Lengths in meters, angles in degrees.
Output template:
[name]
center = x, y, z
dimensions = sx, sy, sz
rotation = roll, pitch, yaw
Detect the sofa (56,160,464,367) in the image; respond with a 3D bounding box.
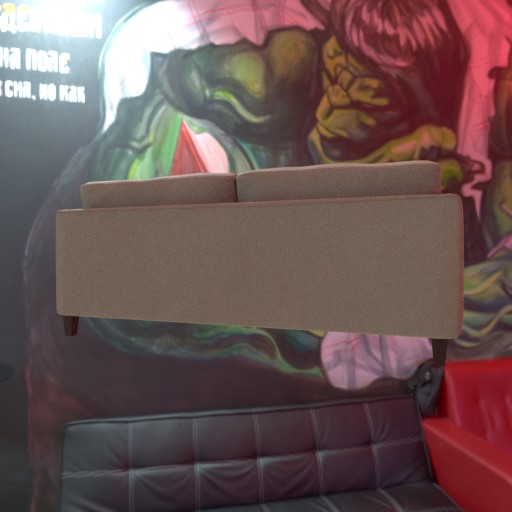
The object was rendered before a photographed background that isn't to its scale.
[sofa]
center = 0.000, 0.000, 2.636
dimensions = 2.181, 0.932, 0.948
rotation = 0, 0, 20
